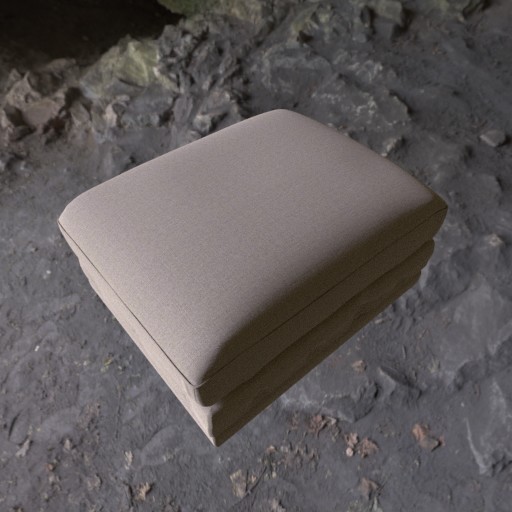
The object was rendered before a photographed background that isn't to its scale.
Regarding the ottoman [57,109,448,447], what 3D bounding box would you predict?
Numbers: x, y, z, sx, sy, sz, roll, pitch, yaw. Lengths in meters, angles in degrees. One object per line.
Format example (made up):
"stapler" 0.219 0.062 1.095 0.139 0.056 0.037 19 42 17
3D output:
"ottoman" 0.000 0.000 1.047 0.684 0.463 0.541 -31 54 -26
